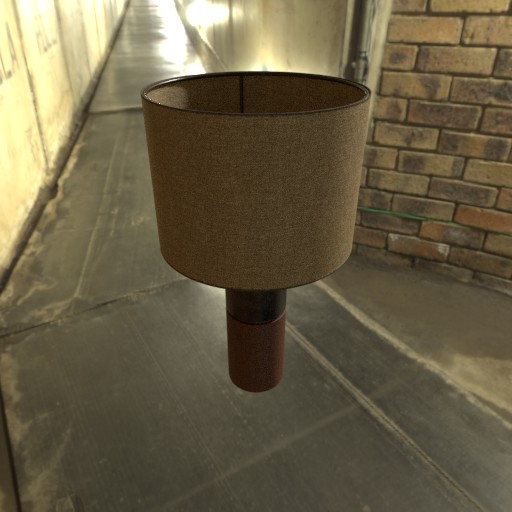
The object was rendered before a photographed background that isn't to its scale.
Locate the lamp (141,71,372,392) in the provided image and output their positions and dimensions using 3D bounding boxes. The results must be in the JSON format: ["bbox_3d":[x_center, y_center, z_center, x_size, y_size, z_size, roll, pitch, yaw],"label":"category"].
[{"bbox_3d":[0.000,0.000,0.485,0.202,0.350,0.202,0,31,0],"label":"lamp"}]
